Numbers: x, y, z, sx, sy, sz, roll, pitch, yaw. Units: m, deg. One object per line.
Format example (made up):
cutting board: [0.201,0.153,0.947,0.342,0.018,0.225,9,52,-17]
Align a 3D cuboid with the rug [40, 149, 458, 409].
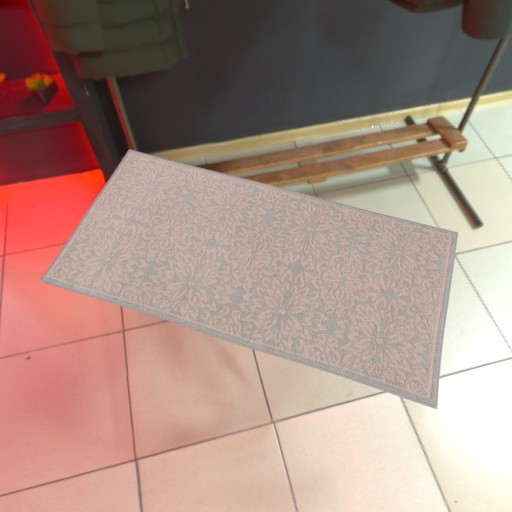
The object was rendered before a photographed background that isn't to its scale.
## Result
rug: [0.000,0.000,1.427,1.219,0.007,0.604,16,59,10]
